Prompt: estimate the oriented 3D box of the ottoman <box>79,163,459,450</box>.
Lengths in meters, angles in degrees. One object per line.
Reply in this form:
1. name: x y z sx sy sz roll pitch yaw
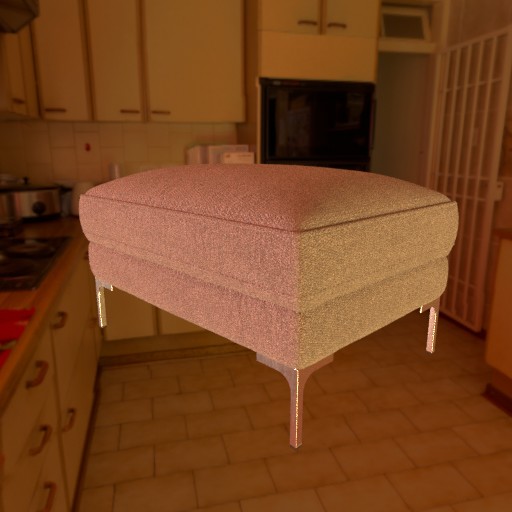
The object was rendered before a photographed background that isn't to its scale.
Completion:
1. ottoman: 0.000 0.000 1.149 0.583 0.464 0.785 -13 19 -43
